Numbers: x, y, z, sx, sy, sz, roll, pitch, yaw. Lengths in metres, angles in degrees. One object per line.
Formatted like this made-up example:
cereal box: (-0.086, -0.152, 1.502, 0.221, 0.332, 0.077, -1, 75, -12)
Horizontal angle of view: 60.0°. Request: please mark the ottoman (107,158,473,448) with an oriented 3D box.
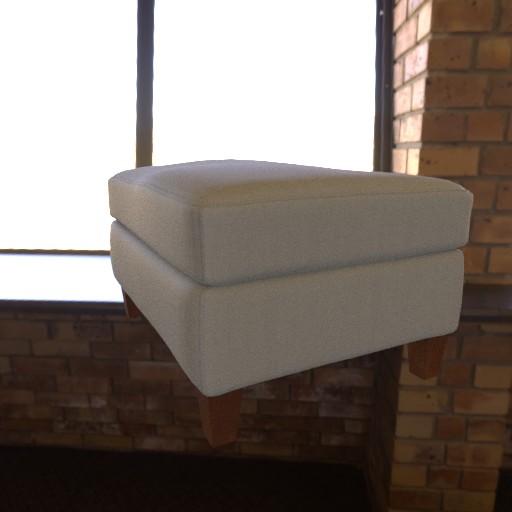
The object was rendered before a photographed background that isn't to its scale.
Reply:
ottoman: (0.000, 0.000, 1.169, 0.634, 0.496, 0.818, -7, 15, -27)
